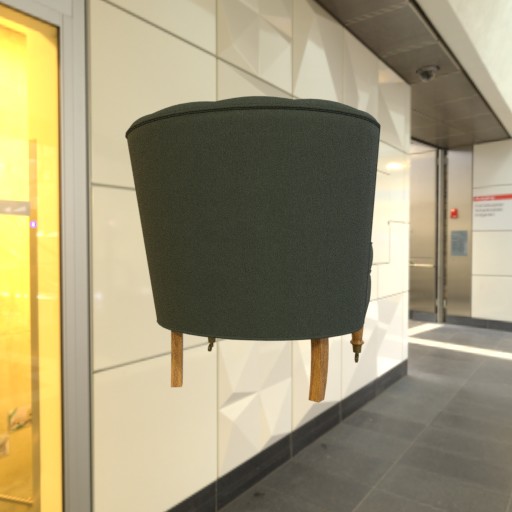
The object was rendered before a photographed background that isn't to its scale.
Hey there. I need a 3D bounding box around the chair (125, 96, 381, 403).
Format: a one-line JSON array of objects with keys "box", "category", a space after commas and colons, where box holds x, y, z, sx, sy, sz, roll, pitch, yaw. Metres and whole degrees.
[{"box": [0.000, 0.000, 1.368, 0.740, 0.771, 0.718, 0, 1, 17], "category": "chair"}]
